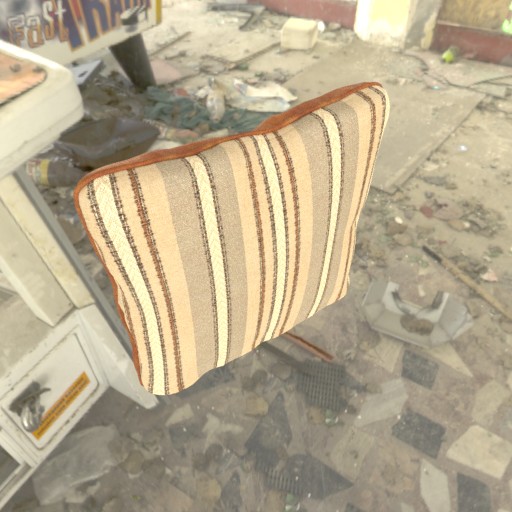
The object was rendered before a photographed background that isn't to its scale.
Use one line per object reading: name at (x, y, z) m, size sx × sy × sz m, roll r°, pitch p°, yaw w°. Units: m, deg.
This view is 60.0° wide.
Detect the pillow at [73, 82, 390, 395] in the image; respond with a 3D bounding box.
pillow at (0.000, 0.000, 0.746) m, size 0.489 × 0.490 × 0.130 m, roll -25°, pitch 51°, yaw -22°
